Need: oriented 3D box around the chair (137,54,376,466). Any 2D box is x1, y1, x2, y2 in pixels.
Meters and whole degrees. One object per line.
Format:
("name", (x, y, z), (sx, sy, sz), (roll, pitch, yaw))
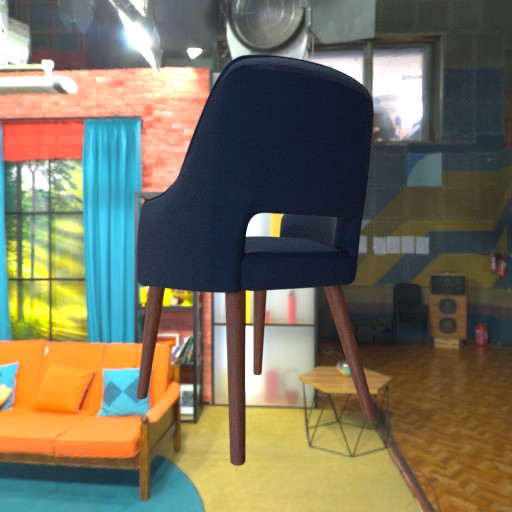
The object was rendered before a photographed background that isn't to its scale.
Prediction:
("chair", (0.000, 0.000, 1.206), (0.559, 0.844, 0.591), (-1, 1, -36))
